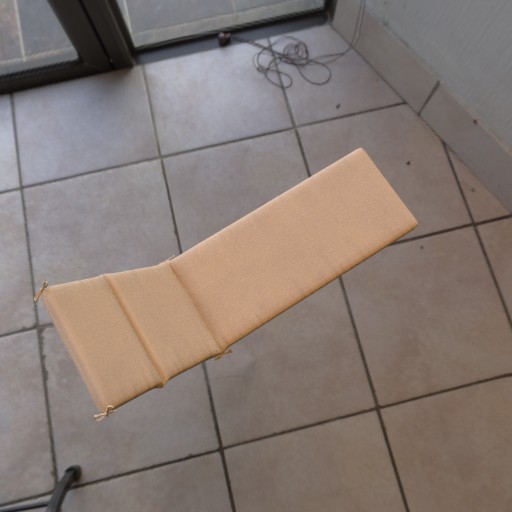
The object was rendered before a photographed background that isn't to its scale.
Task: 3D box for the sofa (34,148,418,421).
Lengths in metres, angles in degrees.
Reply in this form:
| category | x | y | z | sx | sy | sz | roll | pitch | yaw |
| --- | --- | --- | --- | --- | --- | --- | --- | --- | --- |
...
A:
| category | x | y | z | sx | sy | sz | roll | pitch | yaw |
| --- | --- | --- | --- | --- | --- | --- | --- | --- | --- |
| sofa | 0.000 | 0.000 | 1.980 | 1.663 | 0.622 | 0.582 | -31 | 79 | -7 |
